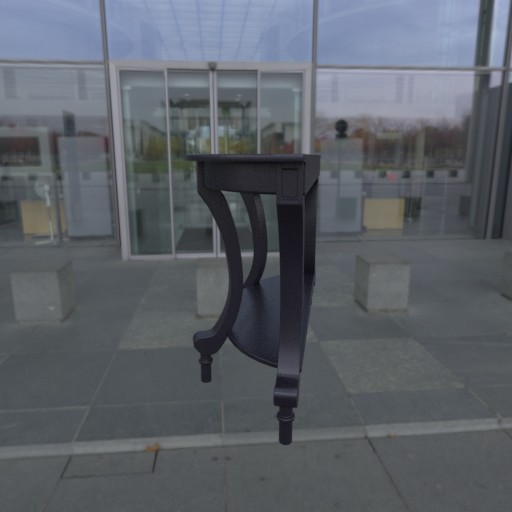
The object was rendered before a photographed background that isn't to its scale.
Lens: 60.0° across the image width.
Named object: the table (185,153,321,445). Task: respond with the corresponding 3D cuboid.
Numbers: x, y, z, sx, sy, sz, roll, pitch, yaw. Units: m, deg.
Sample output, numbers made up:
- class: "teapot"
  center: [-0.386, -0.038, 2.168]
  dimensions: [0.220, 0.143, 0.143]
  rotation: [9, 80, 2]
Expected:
- class: "table"
  center: [0.000, 0.000, 1.550]
  dimensions: [0.394, 0.692, 1.198]
  rotation: [2, 13, 9]
